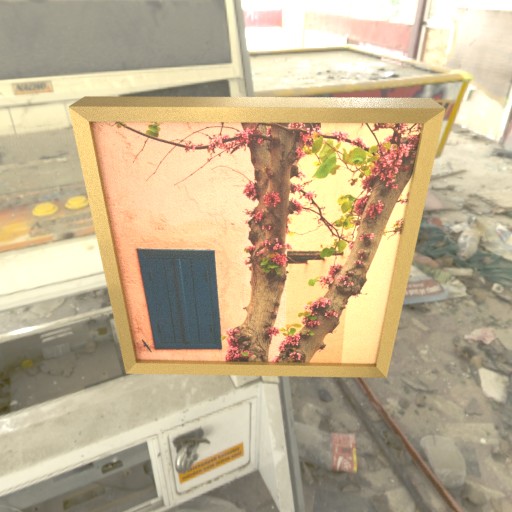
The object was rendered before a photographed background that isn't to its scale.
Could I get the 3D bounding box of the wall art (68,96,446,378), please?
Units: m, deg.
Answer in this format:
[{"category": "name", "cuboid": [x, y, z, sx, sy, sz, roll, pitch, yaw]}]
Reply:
[{"category": "wall art", "cuboid": [0.000, 0.000, 0.454, 0.304, 0.305, 0.038, 1, 32, 1]}]
